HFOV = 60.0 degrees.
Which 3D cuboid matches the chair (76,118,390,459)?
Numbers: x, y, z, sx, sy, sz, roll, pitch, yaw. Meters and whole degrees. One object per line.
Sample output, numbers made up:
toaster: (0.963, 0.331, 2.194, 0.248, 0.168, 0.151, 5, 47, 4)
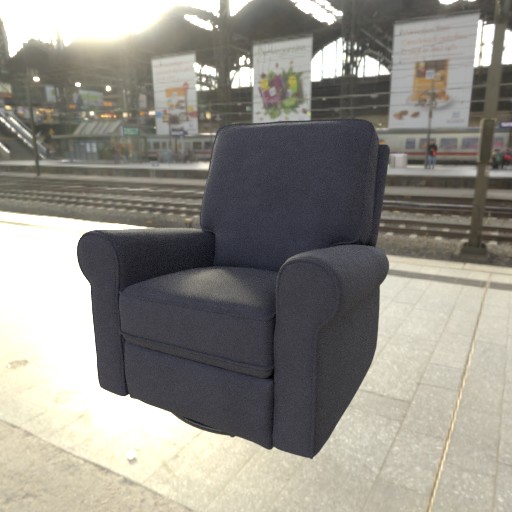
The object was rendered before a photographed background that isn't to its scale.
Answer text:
chair: (0.000, 0.000, 1.586, 0.890, 0.961, 0.878, 7, 15, 27)
